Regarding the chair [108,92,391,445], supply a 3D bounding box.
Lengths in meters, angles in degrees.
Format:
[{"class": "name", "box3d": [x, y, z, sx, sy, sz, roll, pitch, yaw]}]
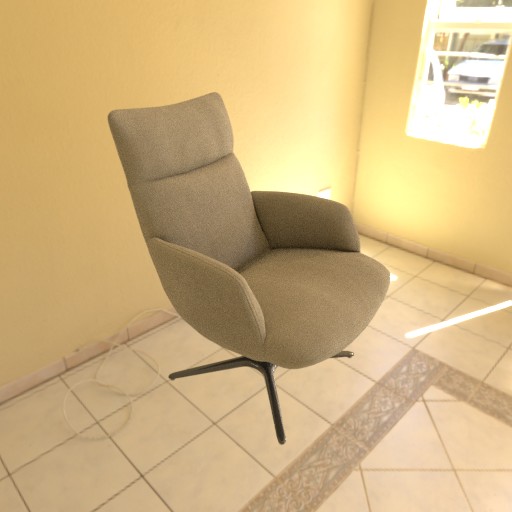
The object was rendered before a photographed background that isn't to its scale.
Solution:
[{"class": "chair", "box3d": [0.000, 0.000, 1.614, 0.889, 1.016, 0.711, 19, 33, 31]}]
